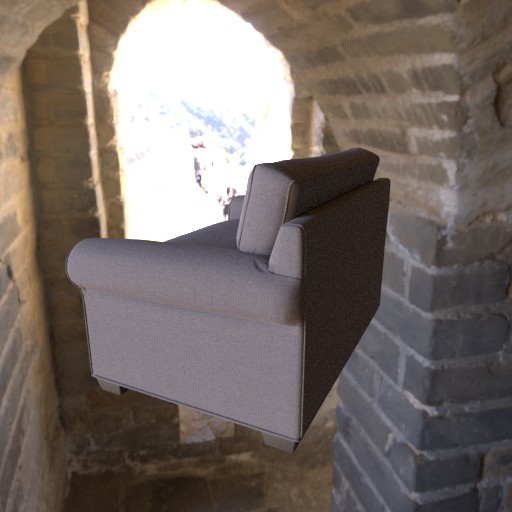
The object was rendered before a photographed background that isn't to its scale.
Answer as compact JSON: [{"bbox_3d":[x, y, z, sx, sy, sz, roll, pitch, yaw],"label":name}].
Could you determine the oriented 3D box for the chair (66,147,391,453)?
[{"bbox_3d":[0.000,0.000,2.022,0.930,0.930,1.390,8,18,25],"label":"chair"}]
